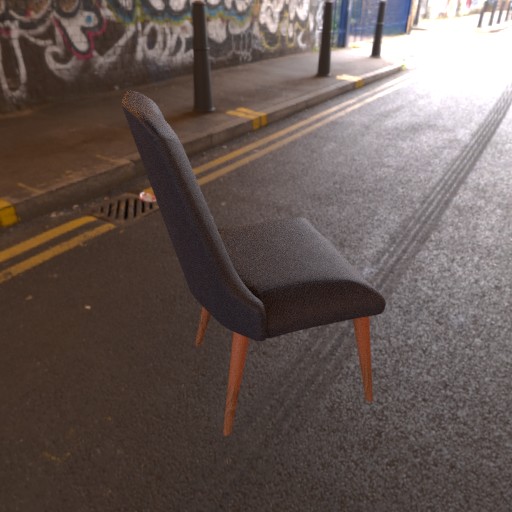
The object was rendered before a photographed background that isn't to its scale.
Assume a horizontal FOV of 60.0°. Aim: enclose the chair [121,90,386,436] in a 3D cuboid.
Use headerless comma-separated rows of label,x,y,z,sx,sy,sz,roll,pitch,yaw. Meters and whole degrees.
chair,0.000,0.000,1.168,0.567,0.820,0.504,-9,32,-16
